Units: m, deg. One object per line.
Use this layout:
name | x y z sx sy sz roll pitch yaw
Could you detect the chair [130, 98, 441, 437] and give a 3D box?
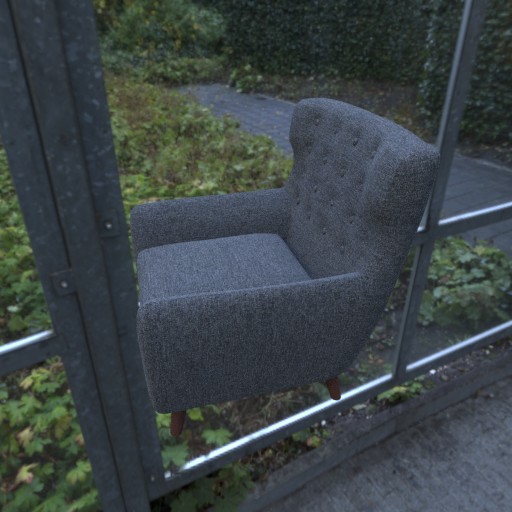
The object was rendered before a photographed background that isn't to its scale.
chair | 0.000 0.000 1.739 0.940 1.039 0.889 -8 31 -13
